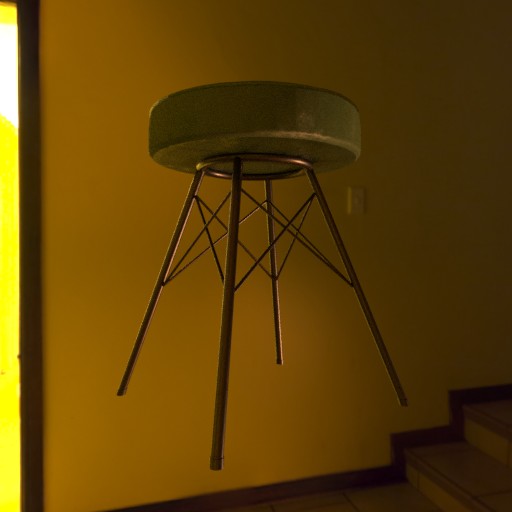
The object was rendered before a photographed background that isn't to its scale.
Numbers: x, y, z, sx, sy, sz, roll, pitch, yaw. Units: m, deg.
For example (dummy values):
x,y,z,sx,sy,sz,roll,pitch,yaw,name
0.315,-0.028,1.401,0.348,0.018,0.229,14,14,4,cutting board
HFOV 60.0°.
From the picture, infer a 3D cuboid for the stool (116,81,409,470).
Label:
x,y,z,sx,sy,sz,roll,pitch,yaw,name
0.000,0.000,0.921,0.457,0.595,0.430,0,1,-36,stool
